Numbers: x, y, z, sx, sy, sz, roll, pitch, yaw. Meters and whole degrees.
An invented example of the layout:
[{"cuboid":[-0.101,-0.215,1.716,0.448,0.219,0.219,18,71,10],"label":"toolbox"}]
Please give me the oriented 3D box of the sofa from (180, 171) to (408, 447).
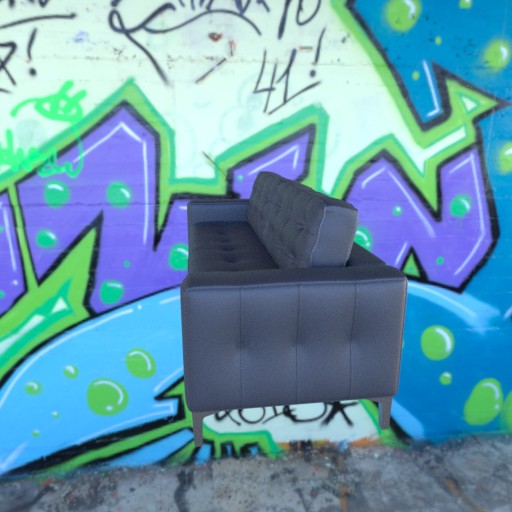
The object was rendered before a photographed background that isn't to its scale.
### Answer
[{"cuboid":[0.000,0.000,2.662,0.833,0.893,2.275,-2,15,-8],"label":"sofa"}]
